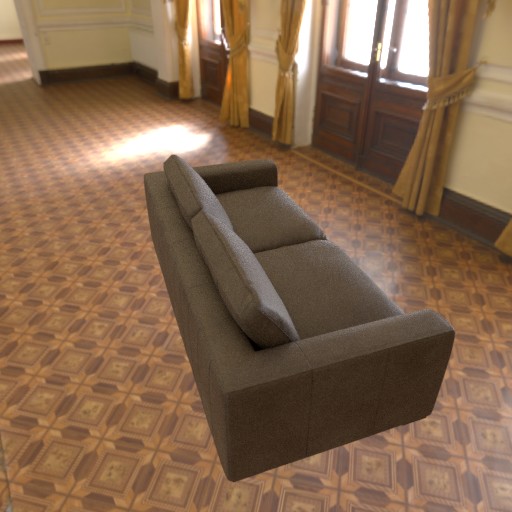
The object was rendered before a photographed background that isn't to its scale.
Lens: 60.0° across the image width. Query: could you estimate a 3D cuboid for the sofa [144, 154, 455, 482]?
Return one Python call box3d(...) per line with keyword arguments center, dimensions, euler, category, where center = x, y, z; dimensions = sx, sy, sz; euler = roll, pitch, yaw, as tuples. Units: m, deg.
box3d(center=(0.000, 0.000, 2.719), dimensions=(1.070, 0.801, 2.262), euler=(-11, 34, -16), category="sofa")
